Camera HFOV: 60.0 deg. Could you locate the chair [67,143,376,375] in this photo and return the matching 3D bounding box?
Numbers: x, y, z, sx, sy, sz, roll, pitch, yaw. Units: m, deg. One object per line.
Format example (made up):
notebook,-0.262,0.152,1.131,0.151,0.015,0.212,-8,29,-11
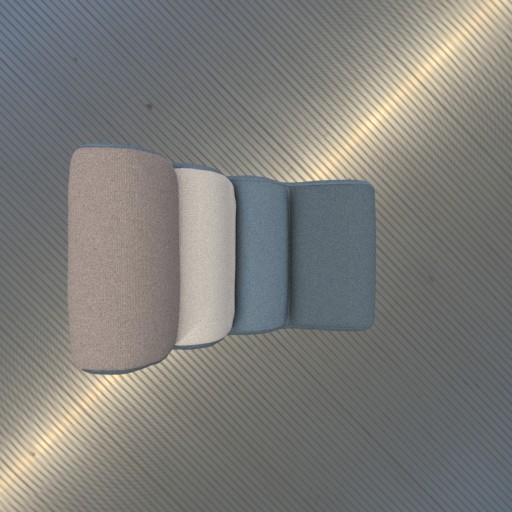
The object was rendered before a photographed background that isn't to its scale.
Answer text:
chair,0.000,0.000,1.058,0.661,0.641,0.420,0,91,-1
